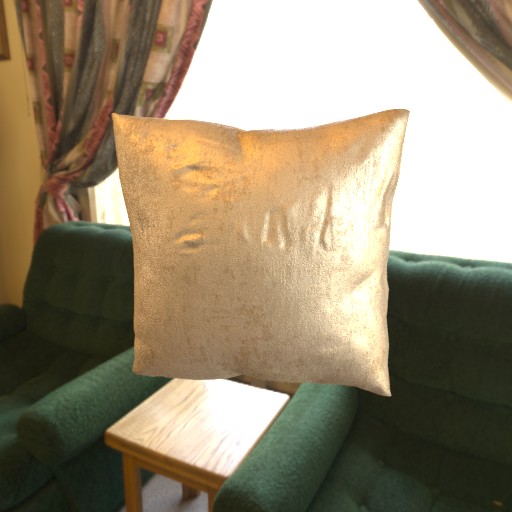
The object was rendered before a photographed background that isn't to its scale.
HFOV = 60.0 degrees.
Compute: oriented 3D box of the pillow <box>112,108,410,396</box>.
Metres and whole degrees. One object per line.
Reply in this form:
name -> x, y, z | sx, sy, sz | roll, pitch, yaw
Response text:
pillow -> 0.000, 0.000, 0.715 | 0.450, 0.448, 0.245 | 3, 15, 10
